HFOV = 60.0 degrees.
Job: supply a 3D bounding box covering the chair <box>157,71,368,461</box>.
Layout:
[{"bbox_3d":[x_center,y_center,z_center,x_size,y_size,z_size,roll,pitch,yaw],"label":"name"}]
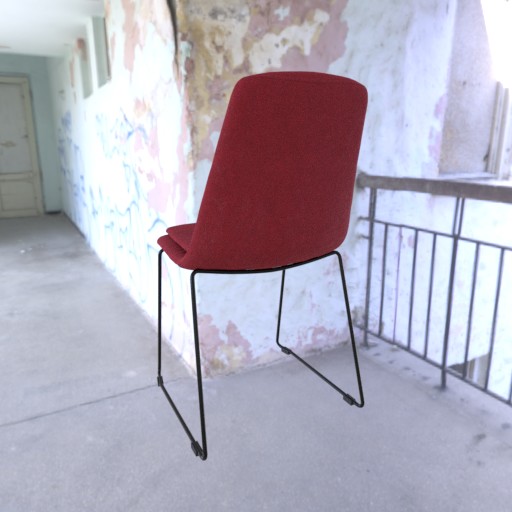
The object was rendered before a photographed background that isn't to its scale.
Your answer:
[{"bbox_3d":[0.000,0.000,1.186,0.479,0.858,0.518,-7,16,-26],"label":"chair"}]
